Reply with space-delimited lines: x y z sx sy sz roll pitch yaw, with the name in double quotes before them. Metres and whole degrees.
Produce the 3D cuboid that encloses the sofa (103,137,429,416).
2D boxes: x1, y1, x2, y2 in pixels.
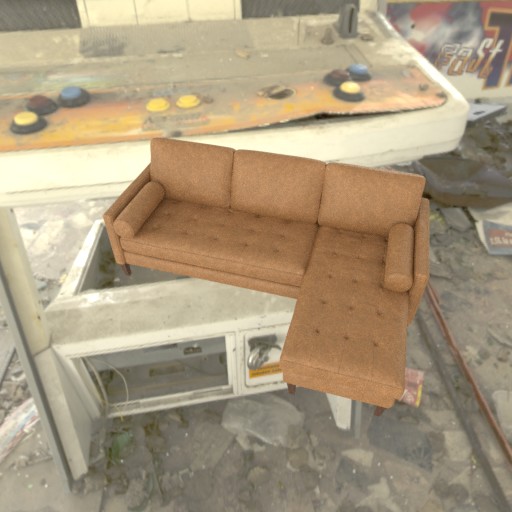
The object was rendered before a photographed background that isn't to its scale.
"sofa" 0.000 0.000 2.988 2.178 0.876 1.506 11 43 12
